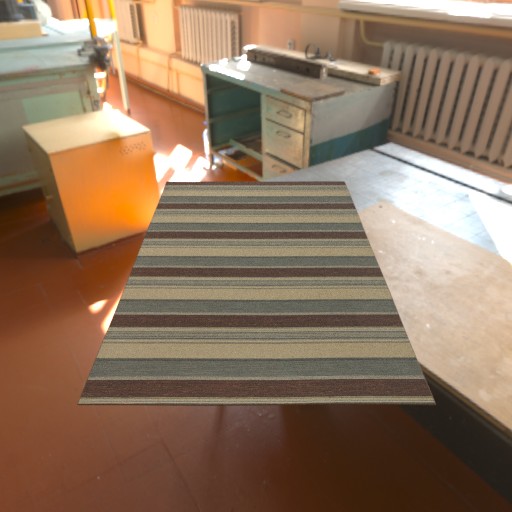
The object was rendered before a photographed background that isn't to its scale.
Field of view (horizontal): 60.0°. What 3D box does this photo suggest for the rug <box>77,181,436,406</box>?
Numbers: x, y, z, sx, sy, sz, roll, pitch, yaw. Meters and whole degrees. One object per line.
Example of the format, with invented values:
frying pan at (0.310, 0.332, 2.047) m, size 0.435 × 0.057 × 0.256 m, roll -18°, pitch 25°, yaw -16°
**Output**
rug at (0.000, 0.000, 2.264) m, size 1.219 × 0.008 × 1.829 m, roll 0°, pitch 34°, yaw 0°
